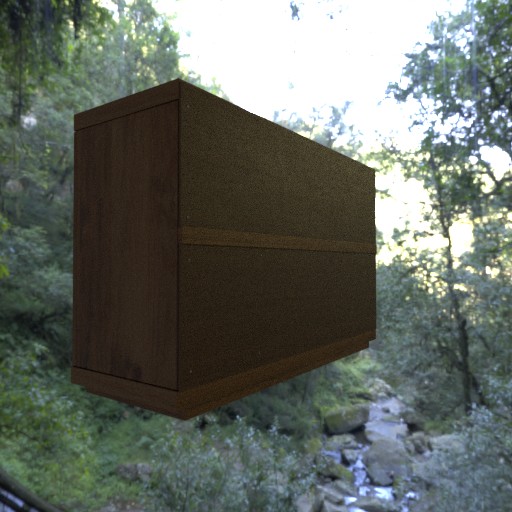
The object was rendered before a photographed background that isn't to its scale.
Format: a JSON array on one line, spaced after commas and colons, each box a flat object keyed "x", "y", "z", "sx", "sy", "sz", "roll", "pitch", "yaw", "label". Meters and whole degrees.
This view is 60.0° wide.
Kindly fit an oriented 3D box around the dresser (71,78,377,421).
[{"x": 0.000, "y": 0.000, "z": 1.689, "sx": 0.479, "sy": 0.825, "sz": 1.261, "roll": -1, "pitch": -1, "yaw": 36, "label": "dresser"}]
